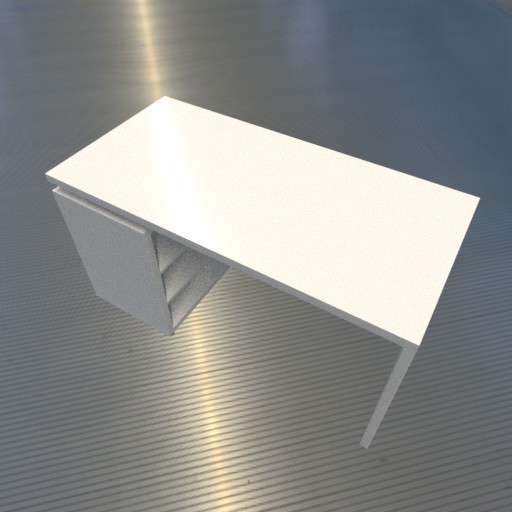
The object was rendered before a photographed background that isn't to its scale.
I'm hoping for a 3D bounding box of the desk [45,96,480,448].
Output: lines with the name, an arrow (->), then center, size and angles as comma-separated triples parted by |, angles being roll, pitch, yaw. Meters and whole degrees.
desk -> 0.000, 0.000, 1.854 | 1.400, 0.740, 0.690 | 24, 51, 21
